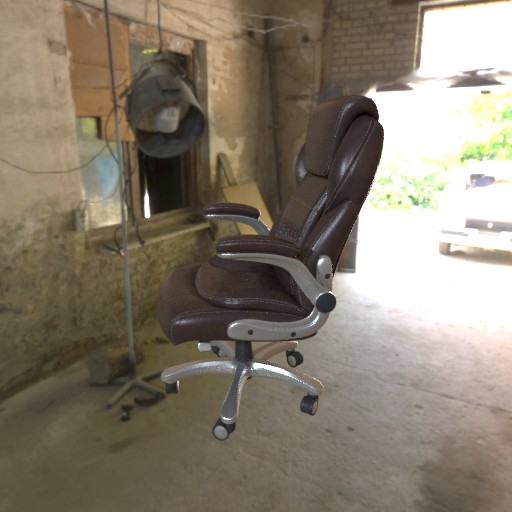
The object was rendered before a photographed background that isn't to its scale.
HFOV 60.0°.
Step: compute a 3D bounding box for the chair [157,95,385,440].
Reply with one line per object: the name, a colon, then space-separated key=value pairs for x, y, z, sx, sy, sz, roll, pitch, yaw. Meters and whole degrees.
chair: x=0.000 y=0.000 z=1.703 sx=0.774 sy=1.160 sz=0.733 roll=-3 pitch=16 yaw=-9
